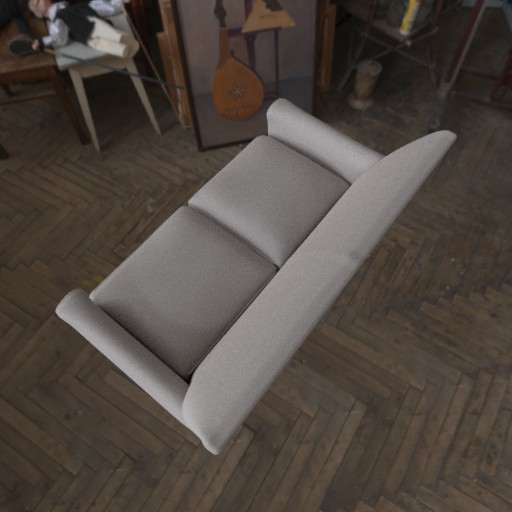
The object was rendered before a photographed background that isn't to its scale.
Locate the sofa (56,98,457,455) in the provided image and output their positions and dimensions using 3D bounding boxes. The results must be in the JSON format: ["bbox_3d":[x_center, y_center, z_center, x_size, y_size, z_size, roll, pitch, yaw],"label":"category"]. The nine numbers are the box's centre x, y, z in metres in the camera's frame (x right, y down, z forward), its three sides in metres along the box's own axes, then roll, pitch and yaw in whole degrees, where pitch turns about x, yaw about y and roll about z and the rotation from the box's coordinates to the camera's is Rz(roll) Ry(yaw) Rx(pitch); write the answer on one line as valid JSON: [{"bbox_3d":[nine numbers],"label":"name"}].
[{"bbox_3d":[0.000,0.000,1.991,0.888,0.890,1.482,35,67,17],"label":"sofa"}]
